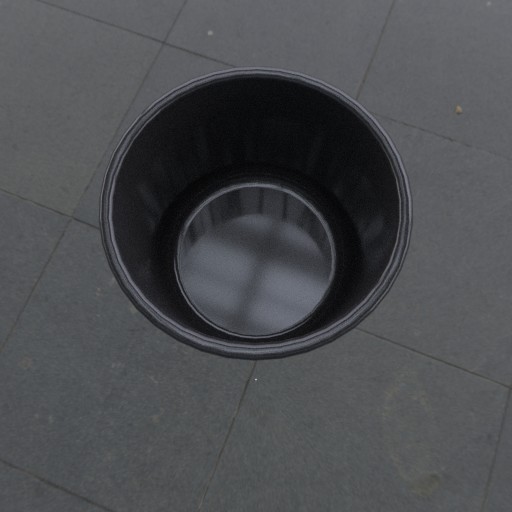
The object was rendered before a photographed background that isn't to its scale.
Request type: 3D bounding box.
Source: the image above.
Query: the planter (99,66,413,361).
[{"bbox_3d":[0.000,0.000,0.266,0.129,0.177,0.129,0,74,0],"label":"planter"}]
